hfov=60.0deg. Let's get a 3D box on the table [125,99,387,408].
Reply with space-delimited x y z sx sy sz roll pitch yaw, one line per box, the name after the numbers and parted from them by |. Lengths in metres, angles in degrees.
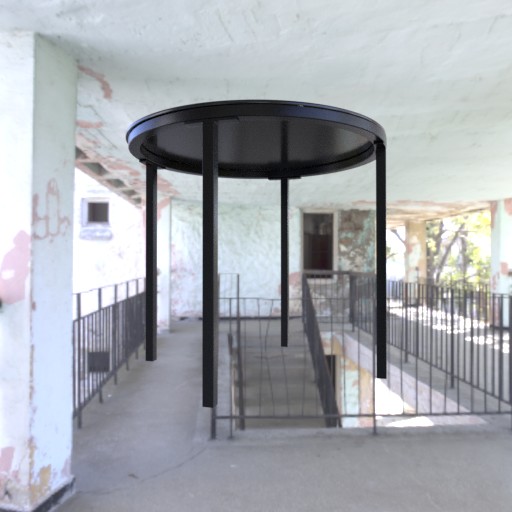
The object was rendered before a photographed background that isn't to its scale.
0.000 0.000 0.881 0.499 0.443 0.499 0 -1 0 | table
